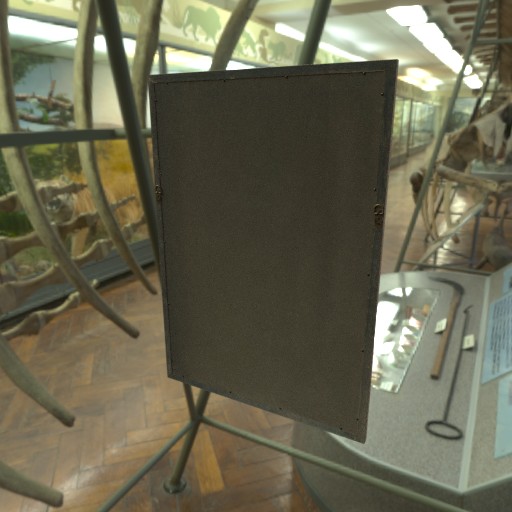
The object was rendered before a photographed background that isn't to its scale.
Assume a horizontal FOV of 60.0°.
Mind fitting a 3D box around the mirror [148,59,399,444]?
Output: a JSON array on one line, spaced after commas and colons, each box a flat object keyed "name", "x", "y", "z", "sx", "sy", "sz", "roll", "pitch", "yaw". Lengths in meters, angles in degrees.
[{"name": "mirror", "x": 0.000, "y": 0.000, "z": 1.269, "sx": 0.705, "sy": 0.996, "sz": 0.025, "roll": 9, "pitch": 19, "yaw": 27}]
